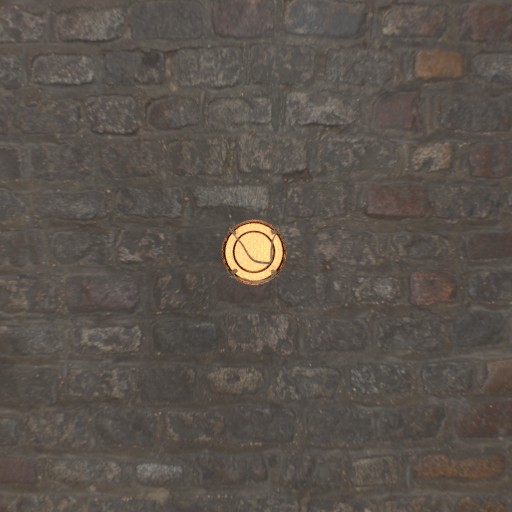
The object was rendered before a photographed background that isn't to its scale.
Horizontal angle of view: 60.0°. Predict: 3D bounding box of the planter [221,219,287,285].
[{"bbox_3d":[0.000,0.000,1.108,0.223,1.030,0.223,0,92,-1],"label":"planter"}]
